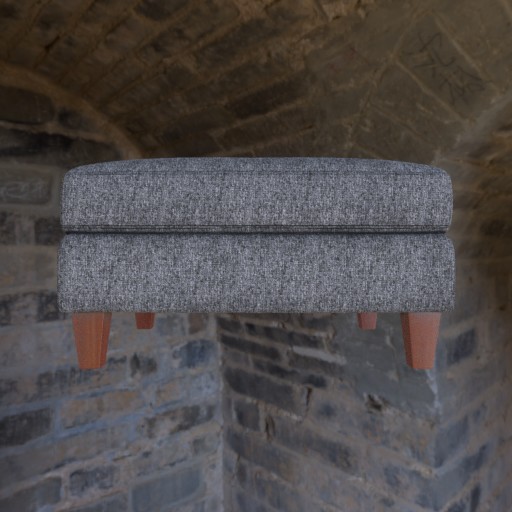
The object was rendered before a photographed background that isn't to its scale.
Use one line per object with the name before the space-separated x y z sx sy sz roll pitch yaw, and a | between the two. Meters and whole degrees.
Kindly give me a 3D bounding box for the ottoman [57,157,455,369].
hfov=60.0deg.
ottoman | 0.000 0.000 1.215 0.864 0.483 0.584 0 1 0
